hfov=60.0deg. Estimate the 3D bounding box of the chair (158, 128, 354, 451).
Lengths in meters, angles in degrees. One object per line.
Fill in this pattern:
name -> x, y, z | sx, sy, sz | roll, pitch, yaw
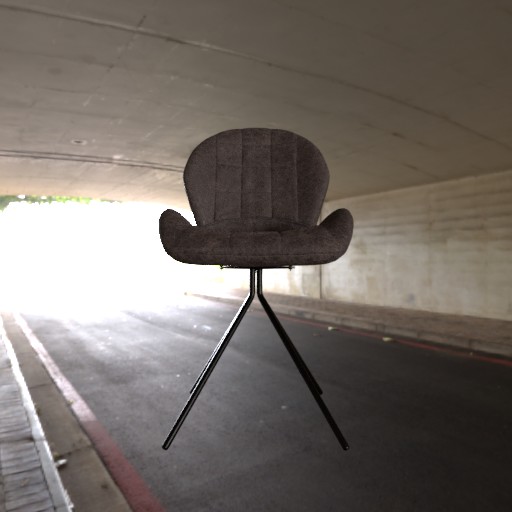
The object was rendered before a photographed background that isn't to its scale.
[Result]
chair -> 0.000, 0.000, 1.324 | 0.527, 0.934, 0.640 | 0, 0, 0
